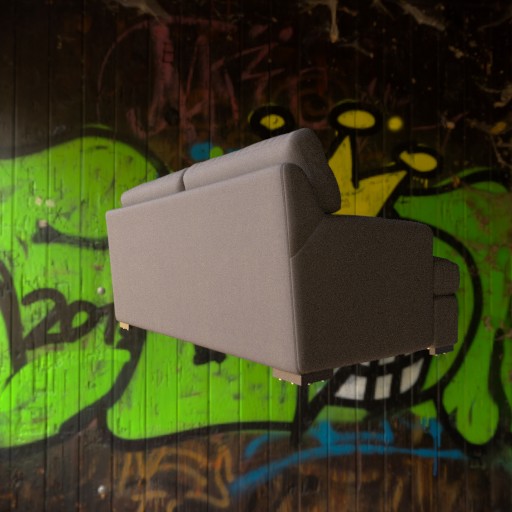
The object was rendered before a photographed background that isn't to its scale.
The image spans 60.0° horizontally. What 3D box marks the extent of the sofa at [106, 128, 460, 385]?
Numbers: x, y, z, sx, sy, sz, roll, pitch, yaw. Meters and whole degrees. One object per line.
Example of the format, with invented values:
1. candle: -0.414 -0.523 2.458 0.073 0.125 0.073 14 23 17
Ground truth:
1. sofa: 0.000 0.000 2.533 1.143 0.940 1.880 1 -1 -37
